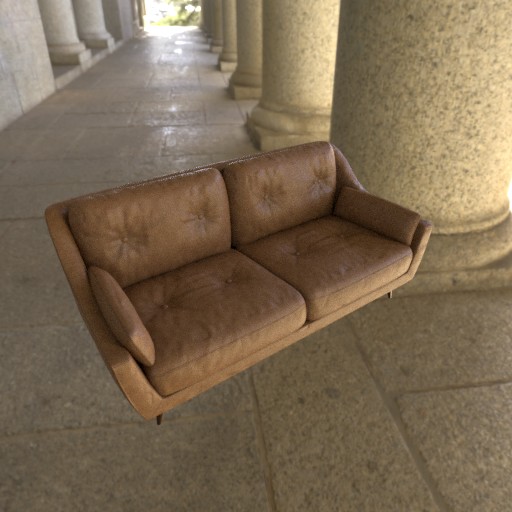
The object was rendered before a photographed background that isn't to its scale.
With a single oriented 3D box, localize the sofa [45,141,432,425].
[{"bbox_3d":[0.000,0.000,2.372,1.902,0.839,0.904,-21,36,-31],"label":"sofa"}]
